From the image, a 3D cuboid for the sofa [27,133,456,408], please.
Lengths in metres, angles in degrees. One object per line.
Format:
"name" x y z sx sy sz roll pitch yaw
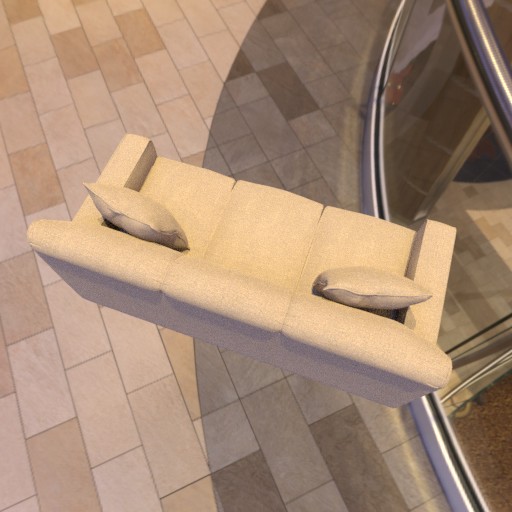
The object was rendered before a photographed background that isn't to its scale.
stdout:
"sofa" 0.000 0.000 2.524 2.024 0.958 0.997 18 66 8
